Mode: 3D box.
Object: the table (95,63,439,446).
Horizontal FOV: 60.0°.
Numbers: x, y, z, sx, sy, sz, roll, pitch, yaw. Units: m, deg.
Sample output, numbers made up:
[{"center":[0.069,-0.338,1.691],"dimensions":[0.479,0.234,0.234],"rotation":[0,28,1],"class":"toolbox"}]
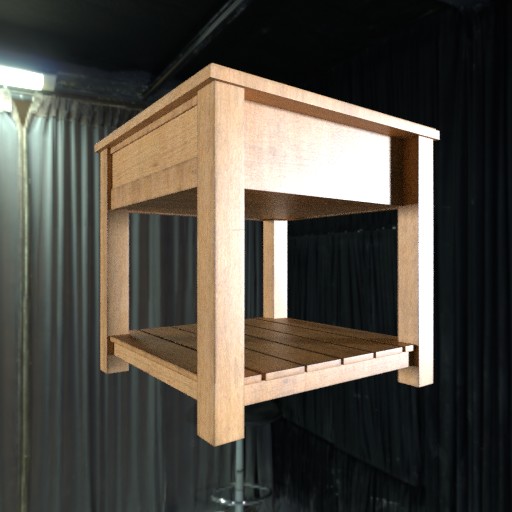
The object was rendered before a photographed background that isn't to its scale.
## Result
[{"center":[0.000,0.000,1.102],"dimensions":[0.616,0.593,0.612],"rotation":[0,0,-36],"class":"table"}]
